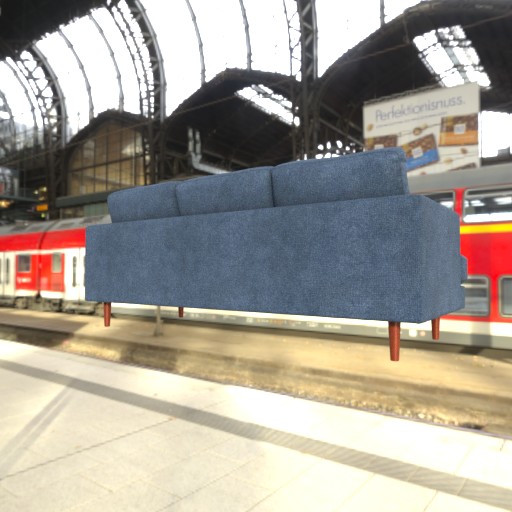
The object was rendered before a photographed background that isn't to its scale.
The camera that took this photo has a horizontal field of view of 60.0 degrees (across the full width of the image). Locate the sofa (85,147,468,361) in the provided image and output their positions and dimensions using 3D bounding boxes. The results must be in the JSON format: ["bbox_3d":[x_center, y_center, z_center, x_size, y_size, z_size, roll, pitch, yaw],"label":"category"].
[{"bbox_3d":[0.000,0.000,2.727,2.246,0.930,0.903,-1,-2,35],"label":"sofa"}]
